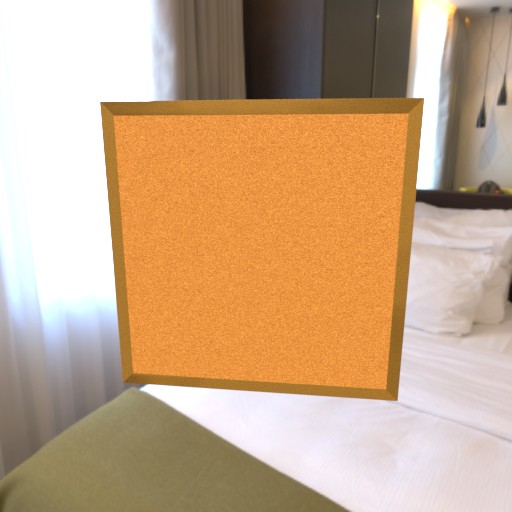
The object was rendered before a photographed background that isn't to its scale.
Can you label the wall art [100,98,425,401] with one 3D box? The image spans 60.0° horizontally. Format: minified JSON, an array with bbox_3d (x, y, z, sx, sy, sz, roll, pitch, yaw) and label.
[{"bbox_3d":[0.000,0.000,1.146,0.762,0.762,0.038,2,14,7],"label":"wall art"}]
